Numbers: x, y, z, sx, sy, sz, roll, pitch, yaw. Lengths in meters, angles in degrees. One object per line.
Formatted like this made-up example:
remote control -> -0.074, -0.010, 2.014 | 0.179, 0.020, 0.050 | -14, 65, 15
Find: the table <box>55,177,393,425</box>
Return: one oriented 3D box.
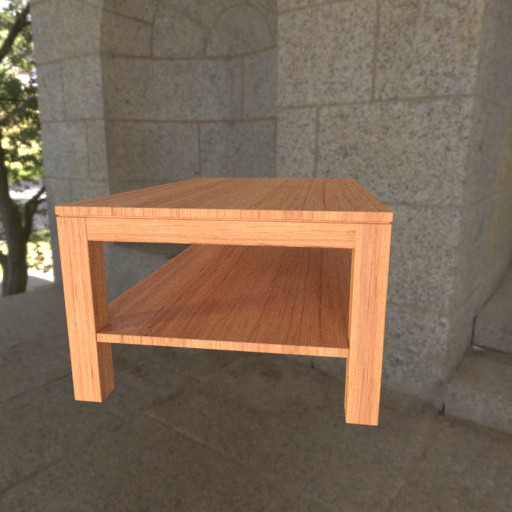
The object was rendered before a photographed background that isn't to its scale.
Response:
table -> 0.000, 0.000, 1.493 | 0.695, 0.457, 1.146 | 2, 13, 8
